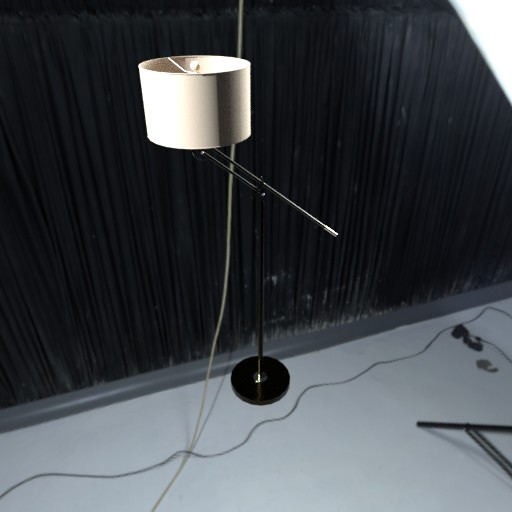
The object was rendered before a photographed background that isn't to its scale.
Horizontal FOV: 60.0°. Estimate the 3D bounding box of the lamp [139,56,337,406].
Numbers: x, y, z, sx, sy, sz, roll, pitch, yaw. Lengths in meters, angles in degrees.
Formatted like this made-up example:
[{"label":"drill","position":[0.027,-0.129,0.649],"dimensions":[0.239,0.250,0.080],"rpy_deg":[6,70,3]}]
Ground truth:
[{"label":"lamp","position":[0.000,0.000,1.990],"dimensions":[0.809,1.635,0.373],"rpy_deg":[-11,33,-16]}]
